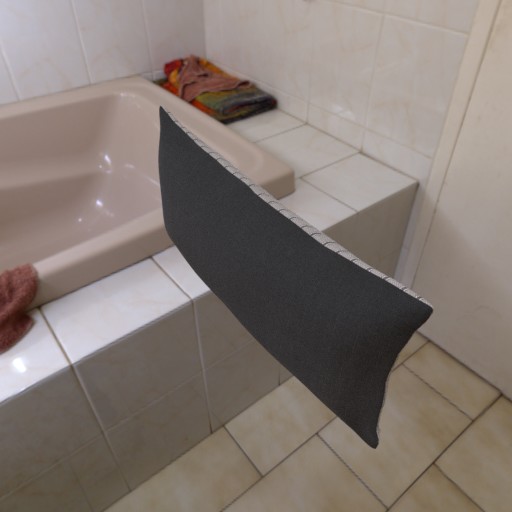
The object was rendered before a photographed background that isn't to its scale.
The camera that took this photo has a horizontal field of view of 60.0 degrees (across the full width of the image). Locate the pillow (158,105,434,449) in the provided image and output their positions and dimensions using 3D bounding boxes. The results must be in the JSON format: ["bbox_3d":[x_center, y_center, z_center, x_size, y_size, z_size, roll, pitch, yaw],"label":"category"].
[{"bbox_3d":[0.000,0.000,0.726,0.151,0.305,0.609,-25,47,-26],"label":"pillow"}]
